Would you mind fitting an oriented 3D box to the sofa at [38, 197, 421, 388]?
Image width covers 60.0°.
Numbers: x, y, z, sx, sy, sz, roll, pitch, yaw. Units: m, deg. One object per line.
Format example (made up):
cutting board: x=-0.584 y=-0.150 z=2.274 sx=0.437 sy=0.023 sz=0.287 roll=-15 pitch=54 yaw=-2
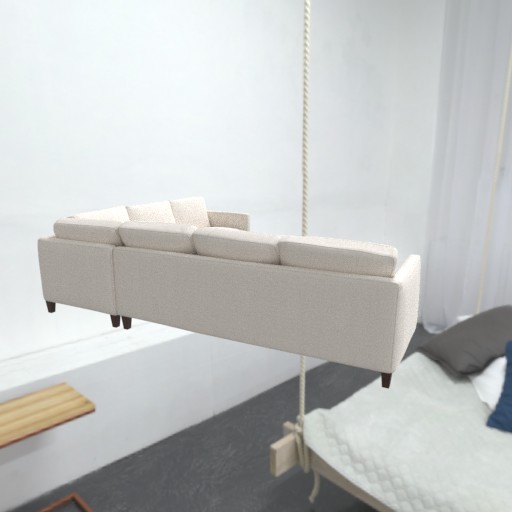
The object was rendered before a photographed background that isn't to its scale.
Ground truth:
sofa: x=0.000 y=0.000 z=4.532 sx=3.302 sy=0.947 sz=2.593 roll=6 pitch=14 yaw=26
